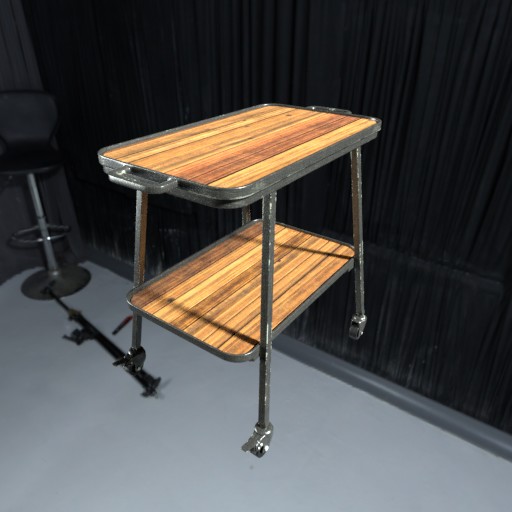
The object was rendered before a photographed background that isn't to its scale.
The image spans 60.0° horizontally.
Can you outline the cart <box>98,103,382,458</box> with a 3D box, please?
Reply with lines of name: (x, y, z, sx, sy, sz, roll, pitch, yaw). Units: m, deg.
cart: (0.000, 0.000, 1.274, 0.515, 0.700, 0.806, 20, 35, 31)
